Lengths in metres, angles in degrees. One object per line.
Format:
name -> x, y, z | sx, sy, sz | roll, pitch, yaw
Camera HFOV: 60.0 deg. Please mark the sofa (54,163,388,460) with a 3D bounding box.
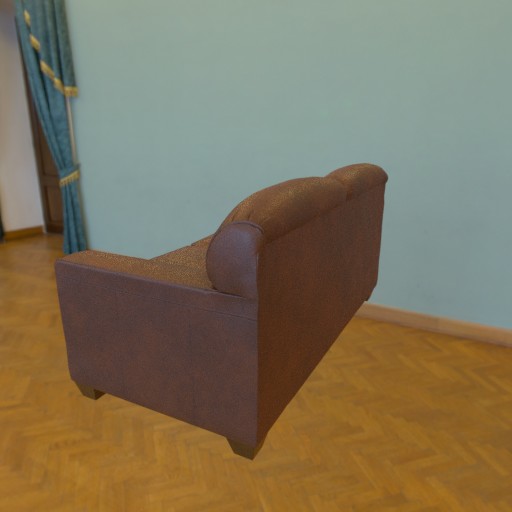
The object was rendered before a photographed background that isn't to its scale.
sofa -> 0.000, 0.000, 2.421 | 1.000, 0.966, 1.856 | 9, 19, 26
